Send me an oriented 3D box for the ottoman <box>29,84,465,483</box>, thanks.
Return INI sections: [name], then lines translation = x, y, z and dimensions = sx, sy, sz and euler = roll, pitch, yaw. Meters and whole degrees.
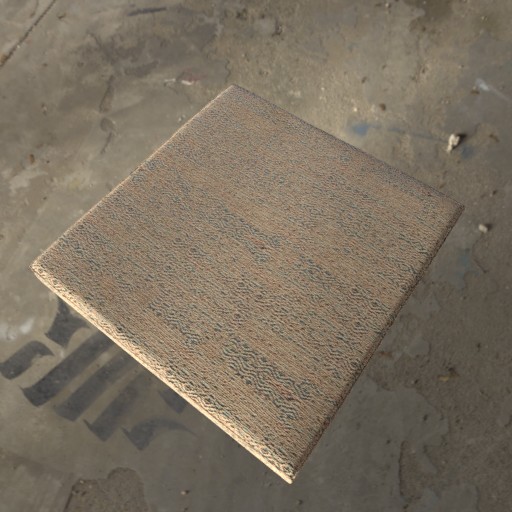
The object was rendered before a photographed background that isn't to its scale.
[ottoman]
translation = 0.000, 0.000, 1.499
dimensions = 0.968, 0.356, 1.004
euler = 33, 67, 16
